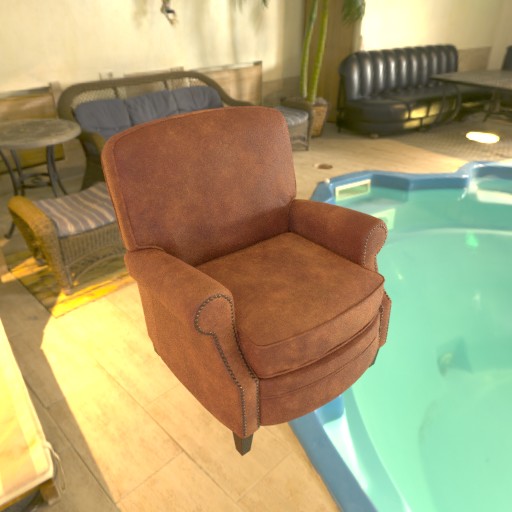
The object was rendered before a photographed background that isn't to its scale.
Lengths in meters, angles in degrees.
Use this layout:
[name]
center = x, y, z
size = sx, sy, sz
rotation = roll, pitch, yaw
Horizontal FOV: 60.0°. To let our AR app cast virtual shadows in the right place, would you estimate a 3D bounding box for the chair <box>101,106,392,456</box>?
[chair]
center = 0.000, 0.000, 1.753
size = 0.936, 1.018, 0.986
rotation = -22, 36, -33
